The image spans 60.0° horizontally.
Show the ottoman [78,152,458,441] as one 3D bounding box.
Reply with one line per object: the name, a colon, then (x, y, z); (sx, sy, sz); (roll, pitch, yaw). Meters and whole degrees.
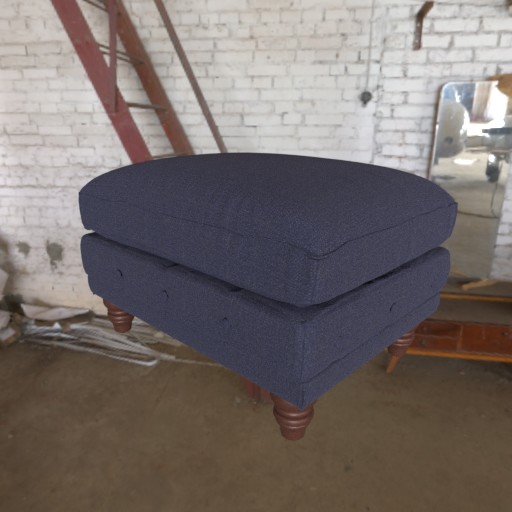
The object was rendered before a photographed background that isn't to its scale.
ottoman: (0.000, 0.000, 1.106); (0.767, 0.486, 0.558); (16, 24, 41)
